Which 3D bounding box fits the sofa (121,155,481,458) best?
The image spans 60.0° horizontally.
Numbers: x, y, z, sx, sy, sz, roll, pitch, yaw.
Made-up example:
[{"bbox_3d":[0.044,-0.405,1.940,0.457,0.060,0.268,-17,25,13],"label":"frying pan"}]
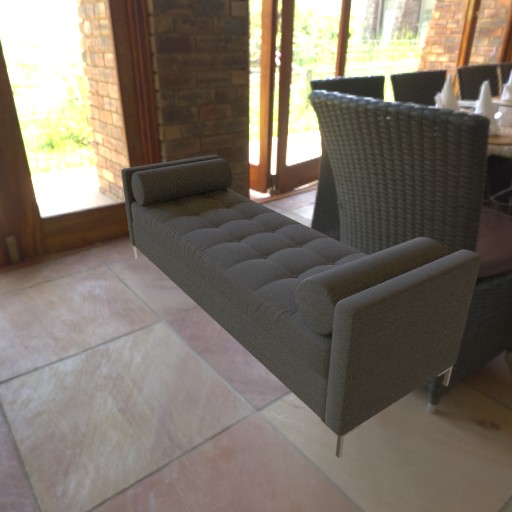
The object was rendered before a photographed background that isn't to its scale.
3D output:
[{"bbox_3d":[0.000,0.000,2.330,0.686,0.635,1.981,-17,31,-31],"label":"sofa"}]
